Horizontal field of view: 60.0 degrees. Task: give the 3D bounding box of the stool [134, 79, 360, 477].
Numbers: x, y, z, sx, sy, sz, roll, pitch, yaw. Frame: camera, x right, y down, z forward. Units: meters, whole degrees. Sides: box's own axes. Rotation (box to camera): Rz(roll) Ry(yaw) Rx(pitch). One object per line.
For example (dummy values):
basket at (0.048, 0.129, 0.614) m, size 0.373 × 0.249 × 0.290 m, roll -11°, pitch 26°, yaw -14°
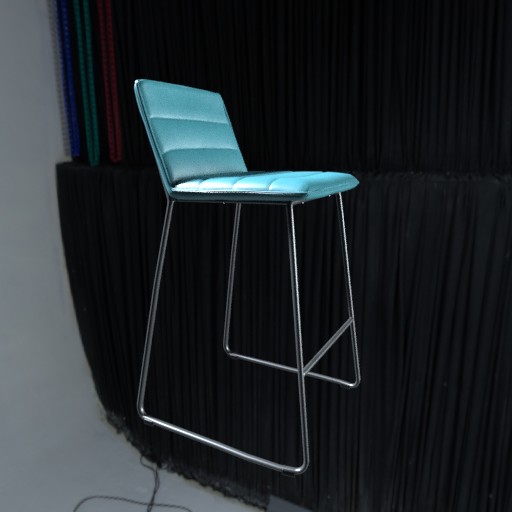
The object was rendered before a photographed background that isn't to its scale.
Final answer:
stool at (0.000, 0.000, 1.257) m, size 0.524 × 0.936 × 0.489 m, roll 7°, pitch 16°, yaw 28°
